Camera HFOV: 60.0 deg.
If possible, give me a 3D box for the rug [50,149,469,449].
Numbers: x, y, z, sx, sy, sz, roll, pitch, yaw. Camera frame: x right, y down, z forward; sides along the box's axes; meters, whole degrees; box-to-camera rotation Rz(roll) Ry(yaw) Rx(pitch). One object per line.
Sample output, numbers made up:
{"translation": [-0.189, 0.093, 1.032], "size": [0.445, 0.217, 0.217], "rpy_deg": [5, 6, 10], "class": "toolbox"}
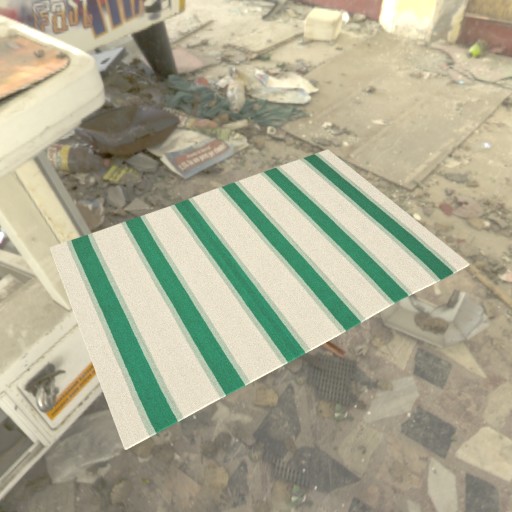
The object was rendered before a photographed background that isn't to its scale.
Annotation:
{"translation": [0.000, 0.000, 2.311], "size": [1.829, 0.012, 1.210], "rpy_deg": [-23, 51, -20], "class": "rug"}
